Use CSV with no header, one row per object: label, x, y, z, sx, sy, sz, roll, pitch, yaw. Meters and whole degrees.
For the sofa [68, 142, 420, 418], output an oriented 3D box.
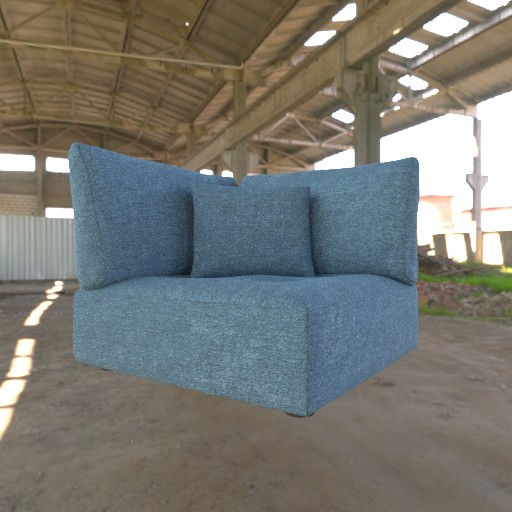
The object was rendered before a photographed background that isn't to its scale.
sofa,0.000,0.000,1.707,1.000,0.820,1.000,0,1,35
